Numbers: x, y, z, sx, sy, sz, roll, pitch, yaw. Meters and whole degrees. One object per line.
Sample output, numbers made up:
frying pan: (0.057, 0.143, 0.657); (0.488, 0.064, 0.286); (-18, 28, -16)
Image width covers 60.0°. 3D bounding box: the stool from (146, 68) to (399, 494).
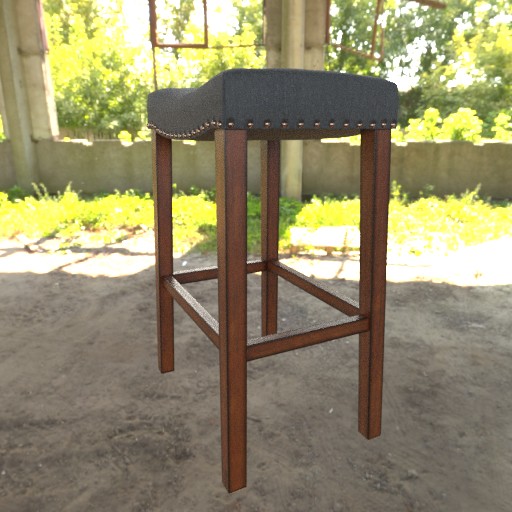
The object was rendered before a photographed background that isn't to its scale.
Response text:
stool: (0.000, 0.000, 1.013); (0.366, 0.748, 0.502); (-8, 18, -26)
